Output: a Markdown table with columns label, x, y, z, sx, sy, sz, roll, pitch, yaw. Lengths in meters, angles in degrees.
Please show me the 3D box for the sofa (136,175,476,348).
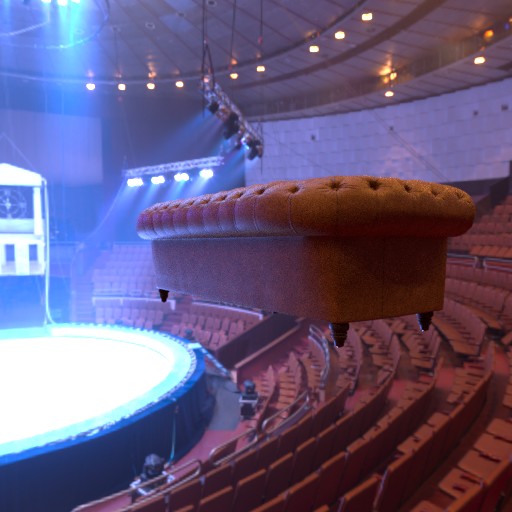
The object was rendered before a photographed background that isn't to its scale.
| label | x | y | z | sx | sy | sz | roll | pitch | yaw |
| --- | --- | --- | --- | --- | --- | --- | --- | --- | --- |
| sofa | 0.000 | 0.000 | 2.834 | 0.989 | 0.760 | 2.365 | -1 | 2 | -36 |
